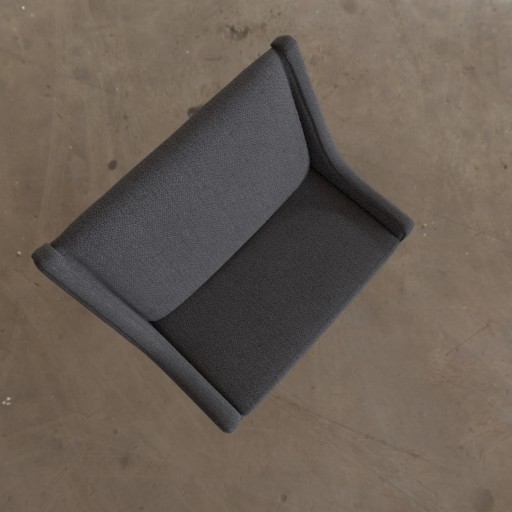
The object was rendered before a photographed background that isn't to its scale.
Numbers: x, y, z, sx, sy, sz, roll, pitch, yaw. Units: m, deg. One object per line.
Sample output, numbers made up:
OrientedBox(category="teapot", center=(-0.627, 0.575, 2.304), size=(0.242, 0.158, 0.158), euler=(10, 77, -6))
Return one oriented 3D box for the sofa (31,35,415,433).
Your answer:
OrientedBox(category="sofa", center=(0.000, 0.000, 1.925), size=(0.873, 1.022, 1.242), euler=(42, 78, 11))
